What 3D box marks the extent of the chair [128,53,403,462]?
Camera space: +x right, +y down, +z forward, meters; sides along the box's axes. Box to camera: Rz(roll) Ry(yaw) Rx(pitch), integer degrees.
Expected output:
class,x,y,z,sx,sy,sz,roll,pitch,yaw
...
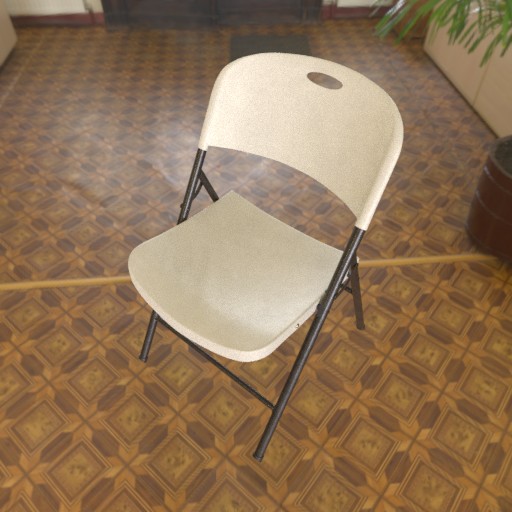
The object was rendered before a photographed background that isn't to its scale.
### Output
class,x,y,z,sx,sy,sz,roll,pitch,yaw
chair,0.000,0.000,1.133,0.494,0.810,0.566,31,54,26
